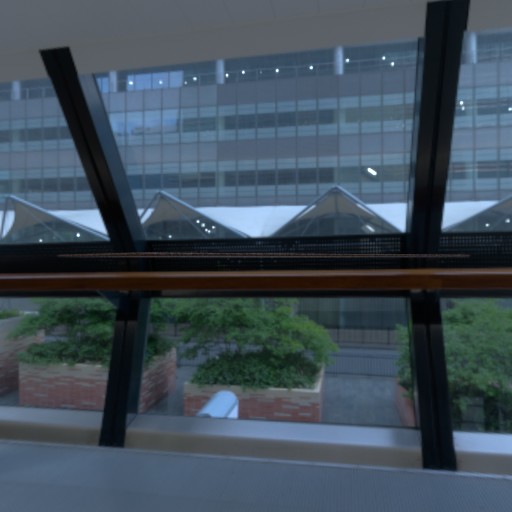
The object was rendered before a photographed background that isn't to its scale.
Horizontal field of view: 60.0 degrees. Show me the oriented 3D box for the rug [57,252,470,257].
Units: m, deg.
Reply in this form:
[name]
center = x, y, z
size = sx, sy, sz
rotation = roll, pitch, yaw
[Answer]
[rug]
center = 0.000, 0.000, 4.130
size = 3.032, 0.020, 2.411
rotation = 0, 0, -34
